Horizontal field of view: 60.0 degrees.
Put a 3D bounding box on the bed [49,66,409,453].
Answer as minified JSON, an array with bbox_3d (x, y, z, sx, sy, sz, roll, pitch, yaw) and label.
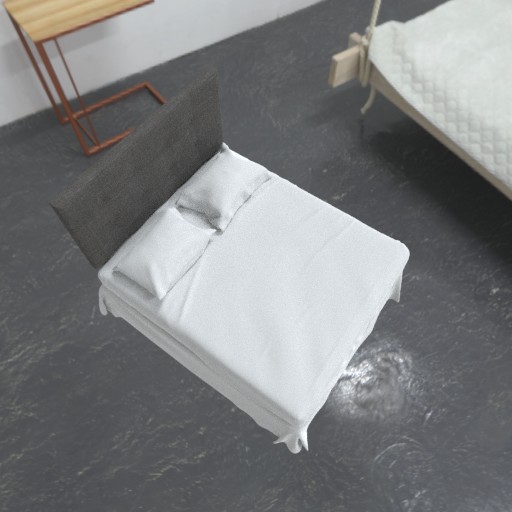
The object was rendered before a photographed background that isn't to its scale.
[{"bbox_3d":[0.000,0.000,3.482,2.222,1.577,1.936,32,65,17],"label":"bed"}]
